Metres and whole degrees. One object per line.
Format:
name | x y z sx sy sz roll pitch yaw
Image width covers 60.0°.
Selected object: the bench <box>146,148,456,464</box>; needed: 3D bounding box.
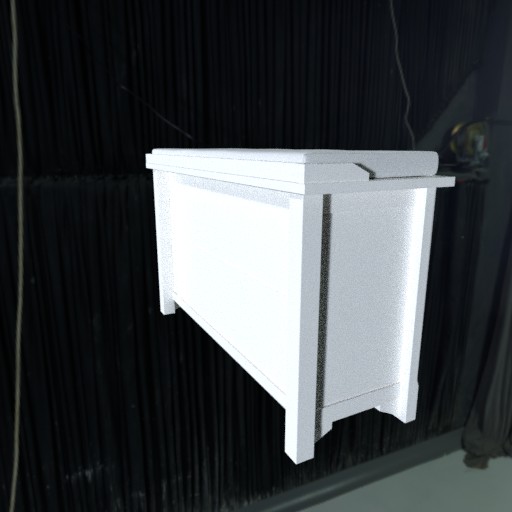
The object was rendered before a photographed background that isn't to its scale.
bench | 0.000 0.000 1.255 0.346 0.589 0.987 -7 16 -27
